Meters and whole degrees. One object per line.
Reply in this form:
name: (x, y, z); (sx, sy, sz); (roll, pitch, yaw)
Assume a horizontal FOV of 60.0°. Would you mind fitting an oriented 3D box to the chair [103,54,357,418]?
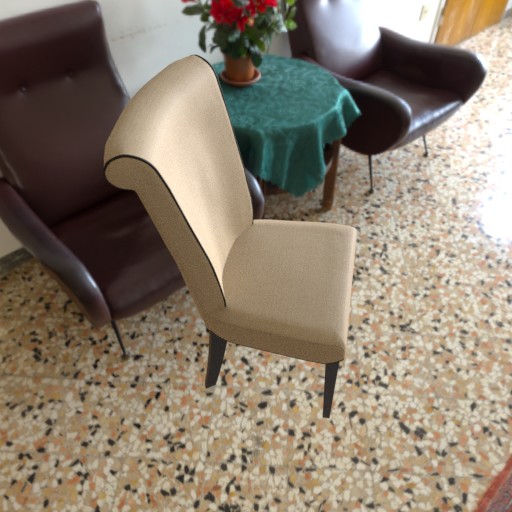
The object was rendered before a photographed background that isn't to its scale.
chair: (0.000, 0.000, 1.369); (0.623, 0.997, 0.522); (9, 48, 8)
